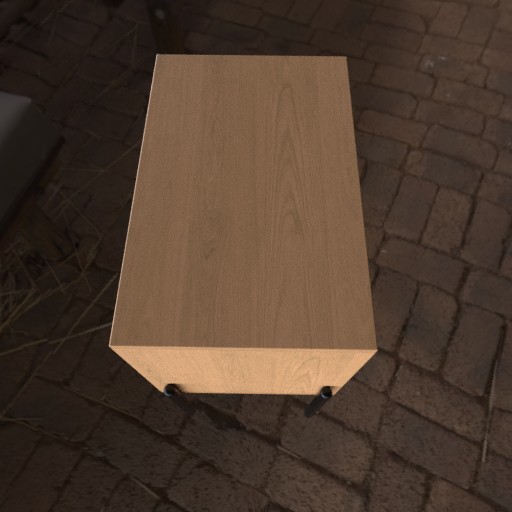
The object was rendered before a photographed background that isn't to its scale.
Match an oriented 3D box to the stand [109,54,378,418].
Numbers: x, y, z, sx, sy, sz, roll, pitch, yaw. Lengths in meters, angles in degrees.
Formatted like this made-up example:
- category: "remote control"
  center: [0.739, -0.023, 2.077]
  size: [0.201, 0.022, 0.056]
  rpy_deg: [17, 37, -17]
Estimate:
- category: "stand"
  center: [0.000, 0.000, 1.012]
  size: [0.400, 0.600, 0.630]
  rpy_deg: [1, 64, 0]
